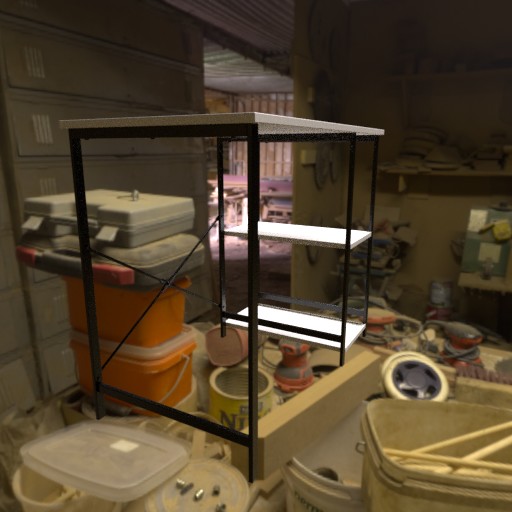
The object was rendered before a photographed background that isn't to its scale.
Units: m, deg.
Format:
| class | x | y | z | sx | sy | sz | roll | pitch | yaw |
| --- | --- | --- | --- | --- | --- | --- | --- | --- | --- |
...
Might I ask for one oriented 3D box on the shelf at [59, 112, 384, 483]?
| class | x | y | z | sx | sy | sz | roll | pitch | yaw |
| --- | --- | --- | --- | --- | --- | --- | --- | --- | --- |
| shelf | 0.000 | 0.000 | 1.334 | 0.498 | 0.750 | 0.902 | 8 | 16 | 28 |
